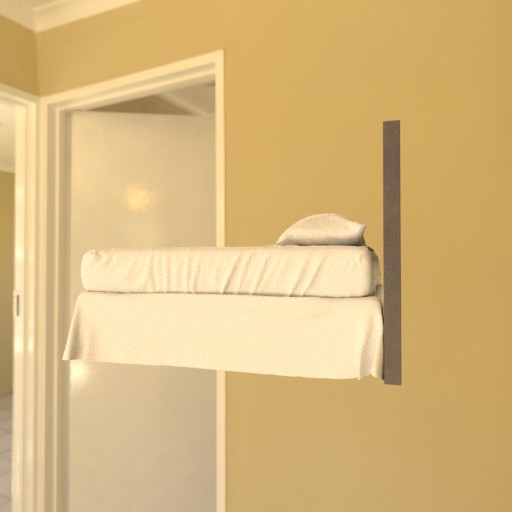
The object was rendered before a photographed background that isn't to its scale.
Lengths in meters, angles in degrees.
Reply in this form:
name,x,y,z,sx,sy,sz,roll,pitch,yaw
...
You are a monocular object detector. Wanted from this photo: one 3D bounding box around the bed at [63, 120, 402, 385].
name,x,y,z,sx,sy,sz,roll,pitch,yaw
bed,0.000,0.000,2.937,1.785,1.142,1.772,0,-1,17
